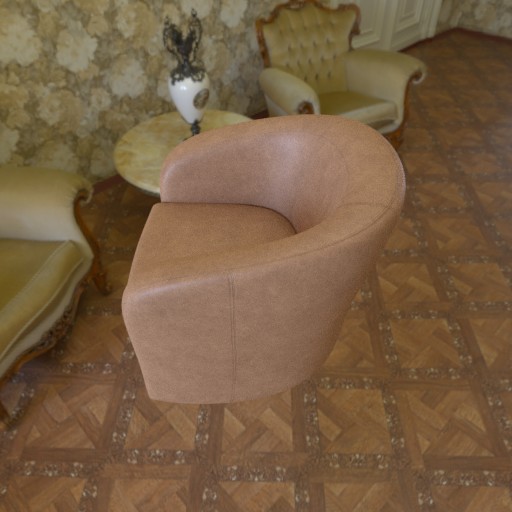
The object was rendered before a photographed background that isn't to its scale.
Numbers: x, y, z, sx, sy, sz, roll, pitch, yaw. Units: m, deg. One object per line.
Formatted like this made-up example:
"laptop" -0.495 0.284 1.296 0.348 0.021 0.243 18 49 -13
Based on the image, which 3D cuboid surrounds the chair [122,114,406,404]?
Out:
"chair" 0.000 0.000 1.491 0.815 0.771 0.791 0 42 0
